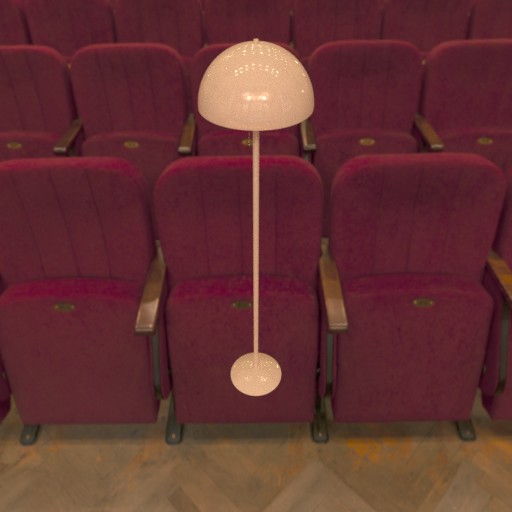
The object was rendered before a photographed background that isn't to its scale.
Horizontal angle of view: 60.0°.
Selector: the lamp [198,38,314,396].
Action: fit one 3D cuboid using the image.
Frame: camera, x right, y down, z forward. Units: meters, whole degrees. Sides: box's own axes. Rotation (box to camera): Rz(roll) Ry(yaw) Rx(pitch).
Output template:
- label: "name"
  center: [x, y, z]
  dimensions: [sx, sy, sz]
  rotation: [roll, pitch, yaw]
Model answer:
- label: "lamp"
  center: [0.000, 0.000, 1.629]
  dimensions: [0.328, 1.480, 0.328]
  rotation: [0, 41, 0]
